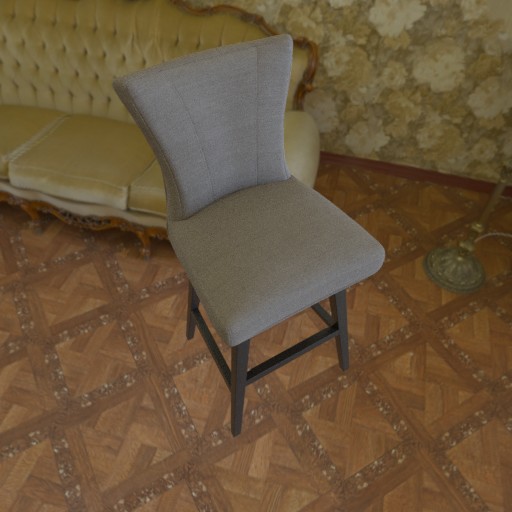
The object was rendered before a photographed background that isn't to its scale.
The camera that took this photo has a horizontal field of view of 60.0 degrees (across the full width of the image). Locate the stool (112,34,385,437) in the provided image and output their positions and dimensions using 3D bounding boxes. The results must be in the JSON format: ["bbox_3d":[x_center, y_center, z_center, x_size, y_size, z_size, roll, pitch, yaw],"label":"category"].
[{"bbox_3d":[0.000,0.000,1.390,0.514,1.086,0.574,-24,53,-20],"label":"stool"}]
